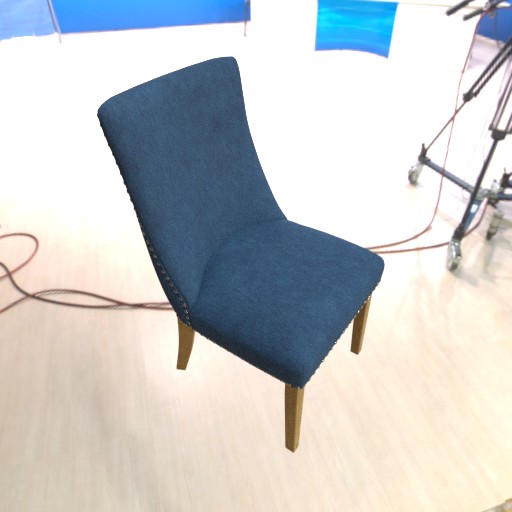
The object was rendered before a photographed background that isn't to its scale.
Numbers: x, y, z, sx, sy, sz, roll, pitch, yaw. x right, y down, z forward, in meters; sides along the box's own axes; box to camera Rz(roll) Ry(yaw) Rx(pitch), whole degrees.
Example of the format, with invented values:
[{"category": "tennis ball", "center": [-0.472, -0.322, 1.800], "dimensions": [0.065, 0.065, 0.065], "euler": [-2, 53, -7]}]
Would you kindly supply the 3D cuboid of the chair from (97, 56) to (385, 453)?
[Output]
[{"category": "chair", "center": [0.000, 0.000, 1.257], "dimensions": [0.610, 0.902, 0.495], "euler": [24, 46, 26]}]
